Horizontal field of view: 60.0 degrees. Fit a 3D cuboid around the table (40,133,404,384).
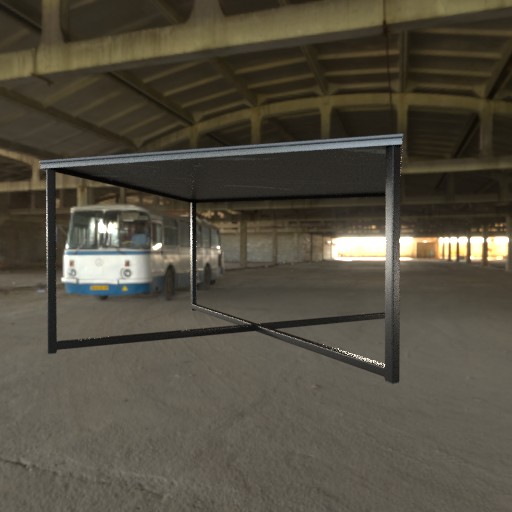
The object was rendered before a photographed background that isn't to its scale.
[{"bbox_3d":[0.000,0.000,1.290,0.800,0.450,0.800,0,1,17],"label":"table"}]
